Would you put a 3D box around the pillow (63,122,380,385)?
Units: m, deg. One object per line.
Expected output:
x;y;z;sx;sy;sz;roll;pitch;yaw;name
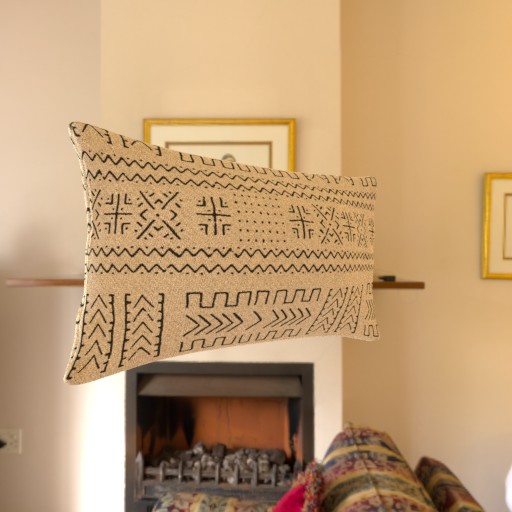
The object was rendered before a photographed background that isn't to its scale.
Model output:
0.000;0.000;0.774;0.637;0.352;0.188;1;-2;-36;pillow
